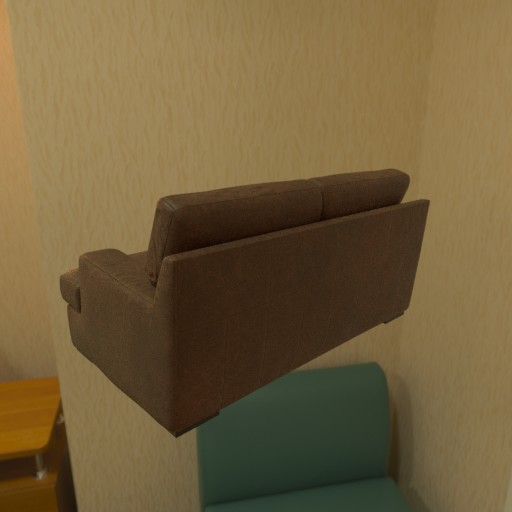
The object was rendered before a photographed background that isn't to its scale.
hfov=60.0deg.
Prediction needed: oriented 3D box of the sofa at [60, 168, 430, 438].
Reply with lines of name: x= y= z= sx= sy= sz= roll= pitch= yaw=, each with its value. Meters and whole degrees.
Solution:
sofa: x=0.000 y=0.000 z=2.518 sx=1.880 sy=0.939 sz=1.143 roll=-15 pitch=22 yaw=-41
